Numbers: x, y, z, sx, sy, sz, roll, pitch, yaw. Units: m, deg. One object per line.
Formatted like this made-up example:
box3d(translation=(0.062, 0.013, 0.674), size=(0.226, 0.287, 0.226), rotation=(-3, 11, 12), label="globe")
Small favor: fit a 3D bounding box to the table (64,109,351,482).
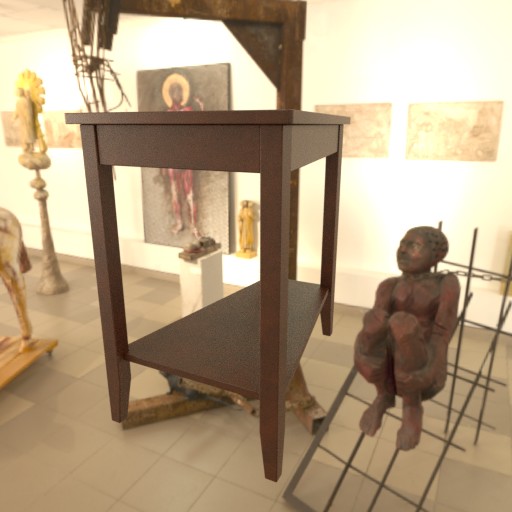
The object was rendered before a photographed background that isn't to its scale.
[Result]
box3d(translation=(0.000, 0.000, 0.973), size=(0.399, 0.589, 0.605), rotation=(8, 18, 25), label="table")
